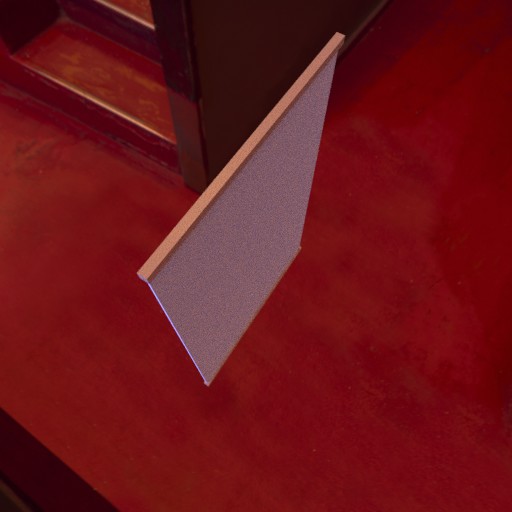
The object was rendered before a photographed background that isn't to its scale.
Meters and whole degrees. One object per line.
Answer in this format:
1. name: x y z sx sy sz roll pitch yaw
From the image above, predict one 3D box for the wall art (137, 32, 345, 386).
1. wall art: 0.000 0.000 1.909 0.030 1.519 0.990 30 68 14
